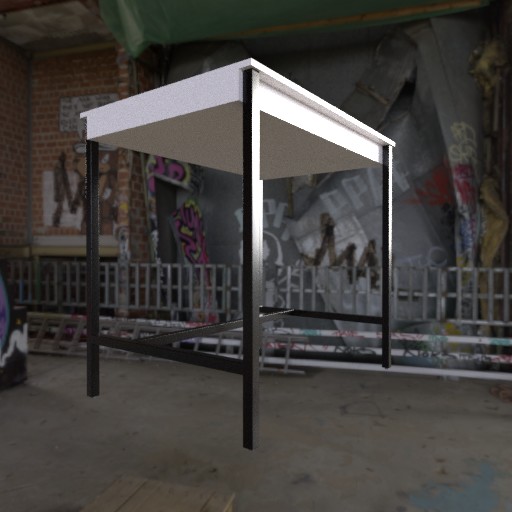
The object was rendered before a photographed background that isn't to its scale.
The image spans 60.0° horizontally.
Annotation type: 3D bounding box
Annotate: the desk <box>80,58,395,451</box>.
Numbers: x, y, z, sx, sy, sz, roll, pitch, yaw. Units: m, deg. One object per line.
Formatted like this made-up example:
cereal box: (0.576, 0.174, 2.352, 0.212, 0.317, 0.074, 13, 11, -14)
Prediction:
desk: (0.000, 0.000, 1.347, 0.573, 0.766, 0.811, 0, 1, 36)
